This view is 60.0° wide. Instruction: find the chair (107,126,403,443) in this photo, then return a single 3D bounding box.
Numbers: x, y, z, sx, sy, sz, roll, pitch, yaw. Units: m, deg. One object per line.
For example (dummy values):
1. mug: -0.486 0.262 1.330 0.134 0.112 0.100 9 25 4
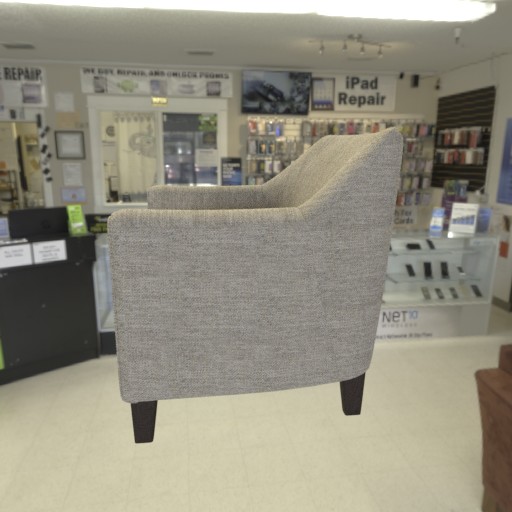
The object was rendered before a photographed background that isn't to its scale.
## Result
1. chair: 0.000 0.000 1.402 0.758 0.761 0.796 -2 13 -6
